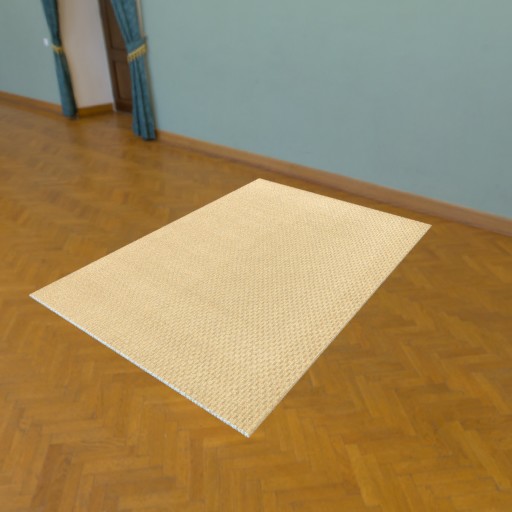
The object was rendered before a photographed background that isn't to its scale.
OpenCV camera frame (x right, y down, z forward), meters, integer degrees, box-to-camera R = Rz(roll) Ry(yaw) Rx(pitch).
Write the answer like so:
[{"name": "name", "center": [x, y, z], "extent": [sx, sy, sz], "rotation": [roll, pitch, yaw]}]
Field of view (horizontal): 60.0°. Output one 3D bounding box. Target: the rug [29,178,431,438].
[{"name": "rug", "center": [0.000, 0.000, 2.787], "extent": [1.509, 0.013, 2.144], "rotation": [21, 37, 30]}]
